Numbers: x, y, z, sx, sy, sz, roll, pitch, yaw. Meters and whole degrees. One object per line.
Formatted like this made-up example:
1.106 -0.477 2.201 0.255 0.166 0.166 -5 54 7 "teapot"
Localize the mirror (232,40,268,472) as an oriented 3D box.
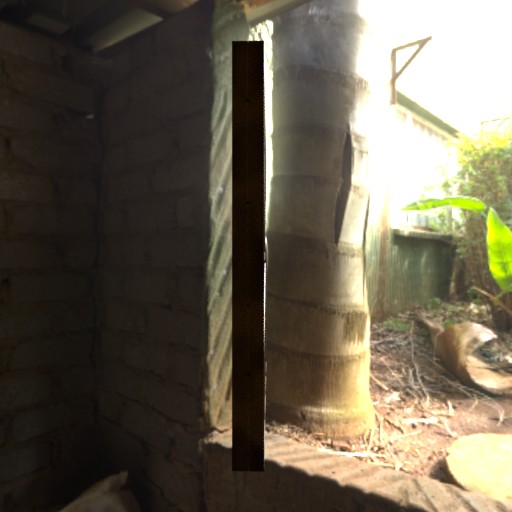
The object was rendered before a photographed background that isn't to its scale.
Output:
0.000 0.000 0.775 0.042 0.507 0.509 0 0 2 "mirror"
